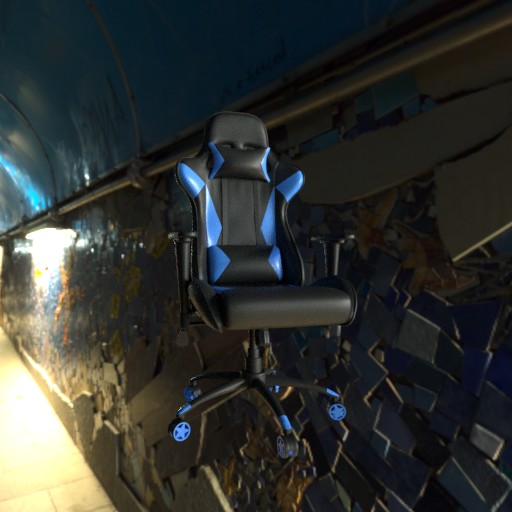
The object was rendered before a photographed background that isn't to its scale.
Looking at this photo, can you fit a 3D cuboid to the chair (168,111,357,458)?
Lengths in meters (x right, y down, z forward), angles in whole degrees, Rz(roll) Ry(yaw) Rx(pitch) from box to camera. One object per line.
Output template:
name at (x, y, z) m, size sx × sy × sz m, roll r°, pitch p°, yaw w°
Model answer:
chair at (0.000, 0.000, 1.722) m, size 0.695 × 1.282 × 0.730 m, roll 0°, pitch 0°, yaw -18°
